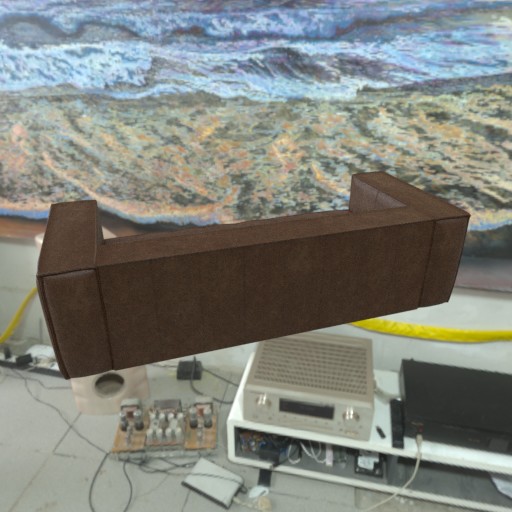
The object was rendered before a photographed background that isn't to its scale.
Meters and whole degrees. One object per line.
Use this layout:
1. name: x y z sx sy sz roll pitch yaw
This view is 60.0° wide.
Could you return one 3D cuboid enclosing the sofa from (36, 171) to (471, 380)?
1. sofa: 0.000 0.000 3.022 2.581 0.701 1.102 -8 28 -16
